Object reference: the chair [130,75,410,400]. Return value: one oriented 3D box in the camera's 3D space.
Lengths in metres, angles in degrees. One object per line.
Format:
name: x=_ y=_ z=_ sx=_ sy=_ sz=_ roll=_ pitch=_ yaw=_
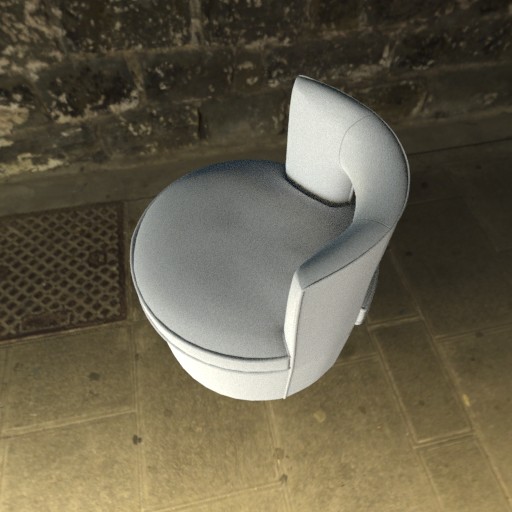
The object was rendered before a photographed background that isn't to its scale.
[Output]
chair: x=0.000 y=0.000 z=1.218 sx=0.665 sy=0.723 sz=0.650 roll=2 pitch=56 yaw=1
